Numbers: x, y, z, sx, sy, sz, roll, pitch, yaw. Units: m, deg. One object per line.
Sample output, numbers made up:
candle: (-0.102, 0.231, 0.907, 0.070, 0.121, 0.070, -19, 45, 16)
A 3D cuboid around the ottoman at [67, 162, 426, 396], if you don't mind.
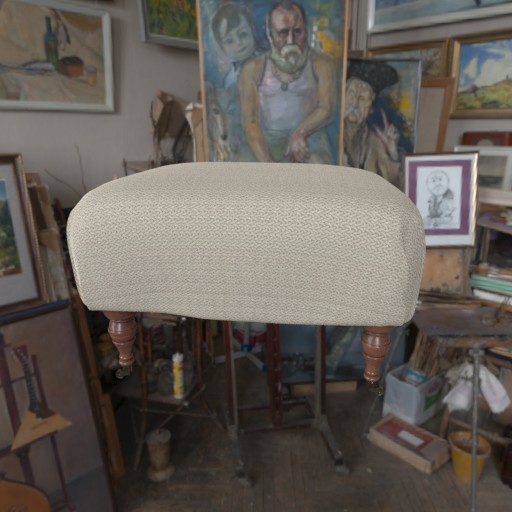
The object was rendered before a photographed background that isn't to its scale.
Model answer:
ottoman: (0.000, 0.000, 1.096, 0.684, 0.447, 0.622, 2, 16, 7)
